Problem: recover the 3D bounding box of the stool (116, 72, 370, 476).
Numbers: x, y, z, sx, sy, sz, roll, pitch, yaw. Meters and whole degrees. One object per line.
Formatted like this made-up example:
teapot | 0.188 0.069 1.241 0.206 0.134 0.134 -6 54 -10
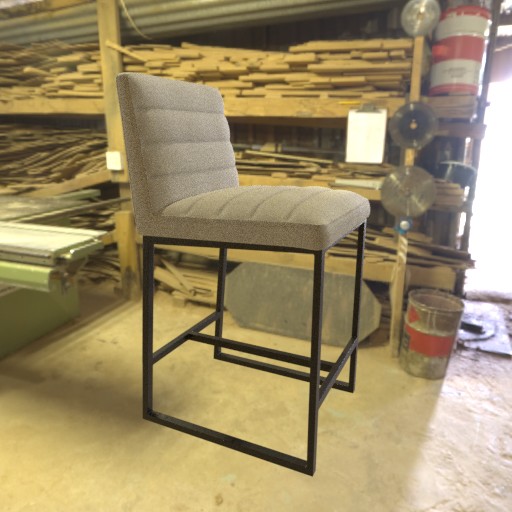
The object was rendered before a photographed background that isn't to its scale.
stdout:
stool | 0.000 0.000 1.273 0.567 0.971 0.459 7 17 25
